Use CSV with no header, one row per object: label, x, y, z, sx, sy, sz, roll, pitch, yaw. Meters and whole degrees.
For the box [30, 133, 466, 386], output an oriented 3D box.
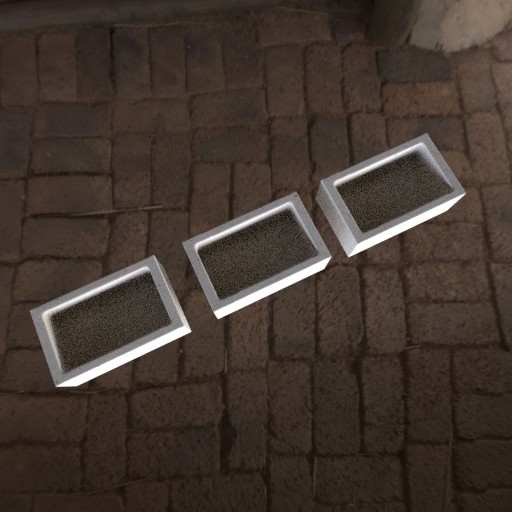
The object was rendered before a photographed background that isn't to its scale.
box,0.000,0.000,0.482,0.461,0.051,0.082,-25,76,-7
